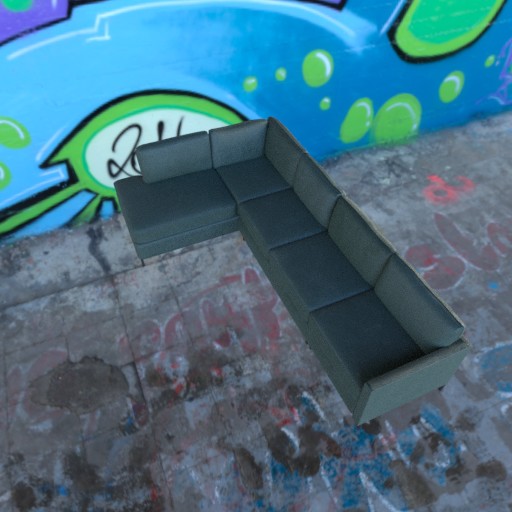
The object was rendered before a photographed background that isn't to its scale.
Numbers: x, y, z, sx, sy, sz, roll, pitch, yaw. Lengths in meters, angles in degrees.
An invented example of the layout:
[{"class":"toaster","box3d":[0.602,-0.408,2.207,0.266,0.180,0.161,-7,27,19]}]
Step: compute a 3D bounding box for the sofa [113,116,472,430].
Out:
[{"class":"sofa","box3d":[0.000,0.000,4.252,2.048,0.996,3.384,-18,50,-16]}]
